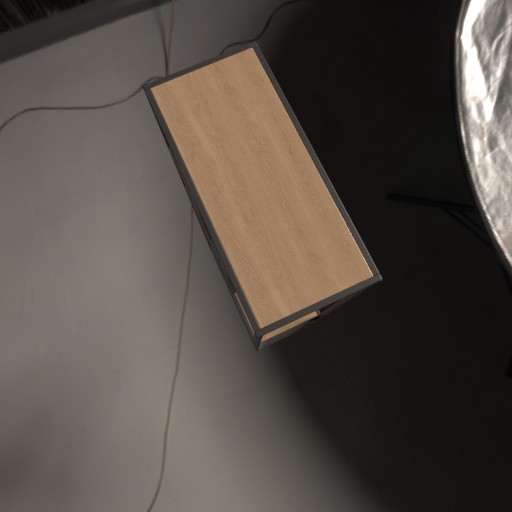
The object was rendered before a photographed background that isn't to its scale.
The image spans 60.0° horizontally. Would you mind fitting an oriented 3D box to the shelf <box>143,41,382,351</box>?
[{"bbox_3d":[0.000,0.000,2.083,0.350,1.850,0.770,-24,78,-5],"label":"shelf"}]
